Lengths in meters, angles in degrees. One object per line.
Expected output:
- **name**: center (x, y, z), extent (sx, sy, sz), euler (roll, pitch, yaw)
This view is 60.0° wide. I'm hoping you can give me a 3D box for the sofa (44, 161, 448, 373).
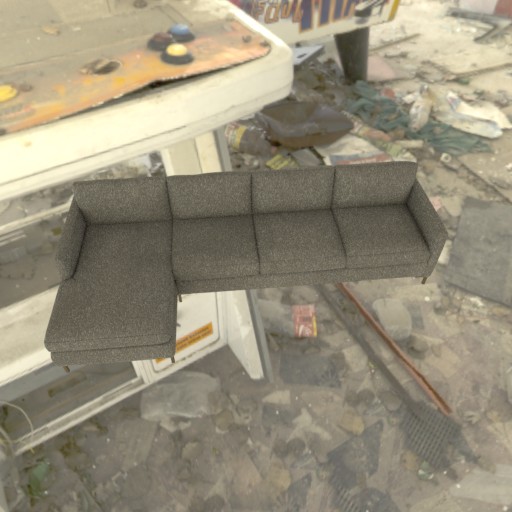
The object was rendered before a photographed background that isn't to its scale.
- **sofa**: center (0.000, 0.000, 3.419), extent (2.932, 0.810, 1.350), euler (-4, 46, -4)
